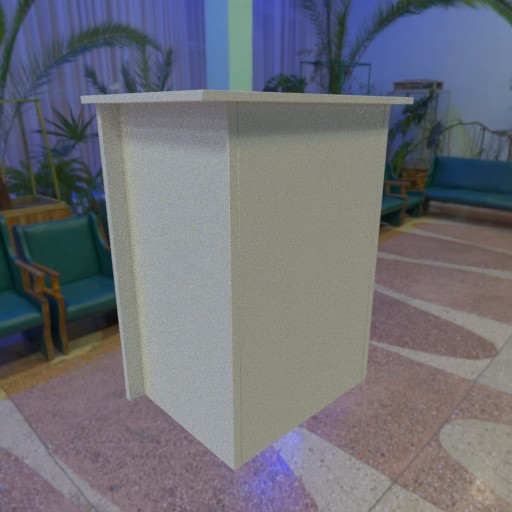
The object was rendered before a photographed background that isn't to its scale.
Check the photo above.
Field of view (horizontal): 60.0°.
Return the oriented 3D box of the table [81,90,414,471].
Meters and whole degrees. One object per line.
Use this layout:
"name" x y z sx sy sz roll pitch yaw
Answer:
"table" 0.000 0.000 1.053 0.589 0.711 0.406 -17 24 -41
